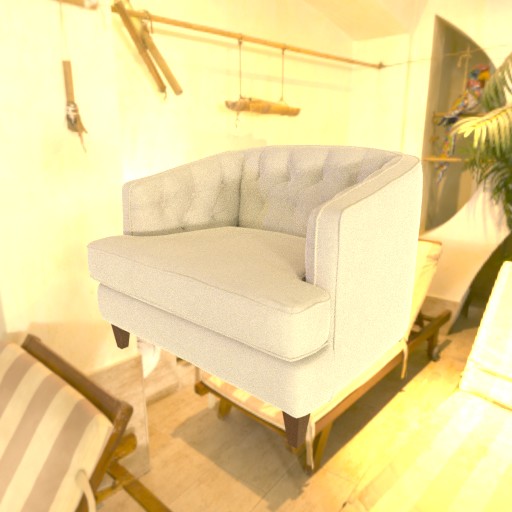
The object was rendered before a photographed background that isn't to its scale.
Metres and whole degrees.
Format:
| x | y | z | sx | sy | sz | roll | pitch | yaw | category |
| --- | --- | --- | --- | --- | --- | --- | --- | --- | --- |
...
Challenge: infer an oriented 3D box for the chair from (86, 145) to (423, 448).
| x | y | z | sx | sy | sz | roll | pitch | yaw | category |
| --- | --- | --- | --- | --- | --- | --- | --- | --- | --- |
| 0.000 | 0.000 | 1.782 | 1.104 | 0.852 | 0.941 | 13 | 20 | 40 | chair |
